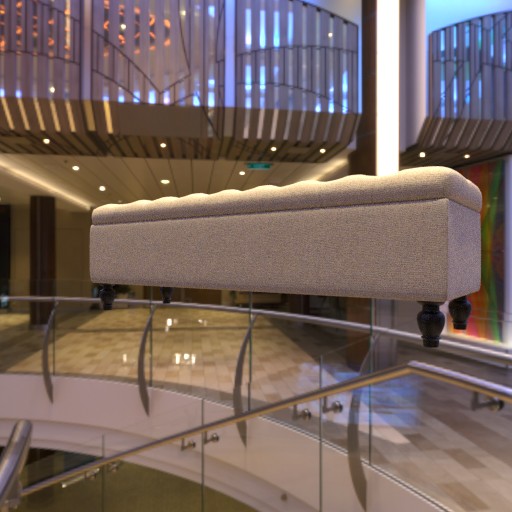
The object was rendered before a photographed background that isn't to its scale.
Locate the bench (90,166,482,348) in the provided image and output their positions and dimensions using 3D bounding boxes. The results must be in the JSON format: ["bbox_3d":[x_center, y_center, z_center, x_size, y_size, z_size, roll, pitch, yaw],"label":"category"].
[{"bbox_3d":[0.000,0.000,1.671,1.480,0.467,0.455,0,0,36],"label":"bench"}]
